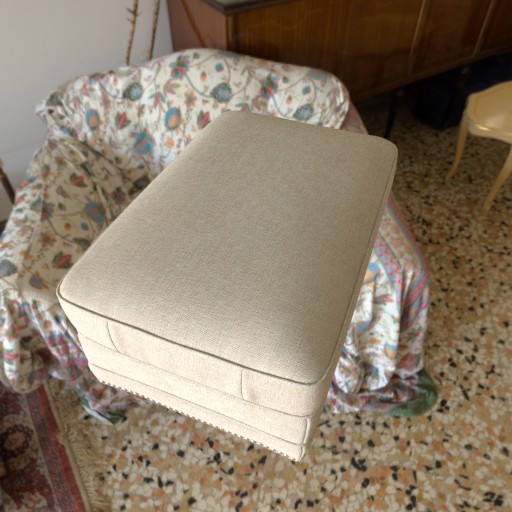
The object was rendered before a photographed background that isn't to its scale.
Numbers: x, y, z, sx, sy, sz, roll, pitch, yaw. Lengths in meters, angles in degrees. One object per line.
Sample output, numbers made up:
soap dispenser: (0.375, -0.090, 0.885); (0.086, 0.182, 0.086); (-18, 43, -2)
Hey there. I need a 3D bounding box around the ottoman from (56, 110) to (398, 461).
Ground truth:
ottoman: (0.000, 0.000, 1.151); (0.559, 0.458, 0.813); (16, 49, 15)
